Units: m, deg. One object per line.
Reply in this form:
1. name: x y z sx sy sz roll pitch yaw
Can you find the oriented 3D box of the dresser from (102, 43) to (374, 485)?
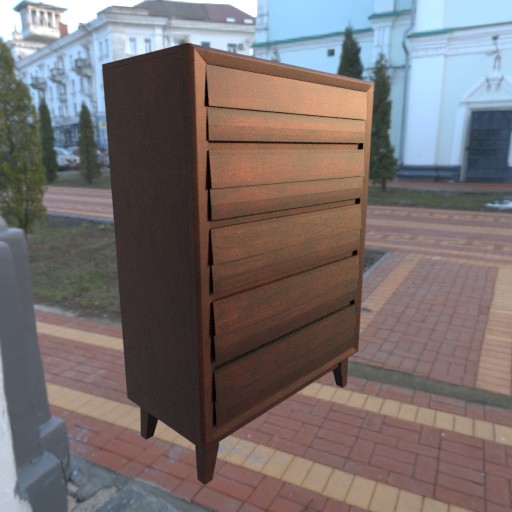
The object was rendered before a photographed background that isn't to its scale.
1. dresser: 0.000 0.000 1.973 0.506 1.514 1.072 12 18 42
